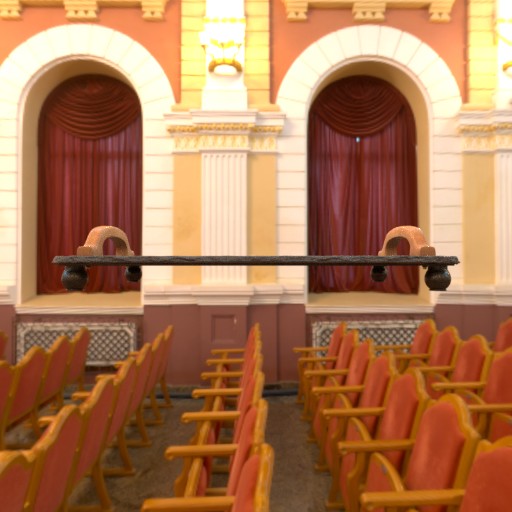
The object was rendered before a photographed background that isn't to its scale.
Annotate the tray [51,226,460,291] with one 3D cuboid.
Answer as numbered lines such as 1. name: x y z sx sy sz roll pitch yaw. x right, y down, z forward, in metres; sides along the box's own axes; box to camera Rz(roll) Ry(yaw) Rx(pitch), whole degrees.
1. tray: 0.000 0.000 0.466 0.387 0.062 0.231 0 -1 0
